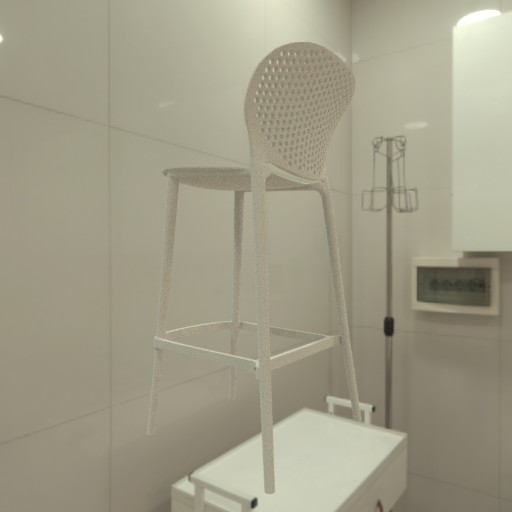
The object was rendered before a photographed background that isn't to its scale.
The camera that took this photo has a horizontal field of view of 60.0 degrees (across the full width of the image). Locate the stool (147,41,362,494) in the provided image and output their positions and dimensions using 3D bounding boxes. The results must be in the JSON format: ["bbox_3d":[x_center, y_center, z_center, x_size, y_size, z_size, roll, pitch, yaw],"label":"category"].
[{"bbox_3d":[0.000,0.000,1.312,0.535,1.045,0.536,0,0,35],"label":"stool"}]
